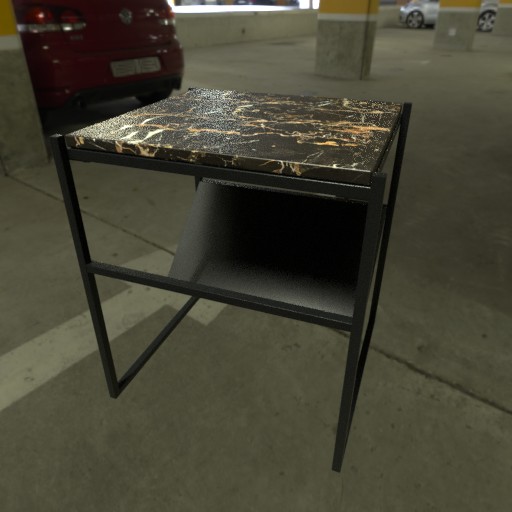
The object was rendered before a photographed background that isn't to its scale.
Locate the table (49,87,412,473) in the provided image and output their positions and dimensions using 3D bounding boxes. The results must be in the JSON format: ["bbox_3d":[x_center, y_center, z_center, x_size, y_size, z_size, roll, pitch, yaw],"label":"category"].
[{"bbox_3d":[0.000,0.000,0.868,0.469,0.534,0.432,11,32,18],"label":"table"}]
